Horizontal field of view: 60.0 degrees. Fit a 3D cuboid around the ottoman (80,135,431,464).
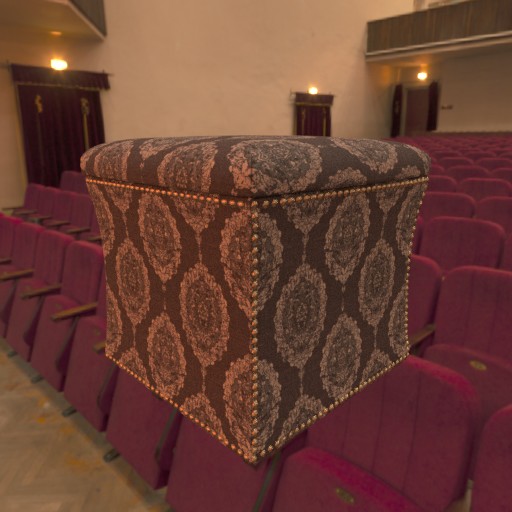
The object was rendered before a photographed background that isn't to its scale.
[{"bbox_3d":[0.000,0.000,0.902,0.507,0.475,0.497,-14,21,-42],"label":"ottoman"}]
